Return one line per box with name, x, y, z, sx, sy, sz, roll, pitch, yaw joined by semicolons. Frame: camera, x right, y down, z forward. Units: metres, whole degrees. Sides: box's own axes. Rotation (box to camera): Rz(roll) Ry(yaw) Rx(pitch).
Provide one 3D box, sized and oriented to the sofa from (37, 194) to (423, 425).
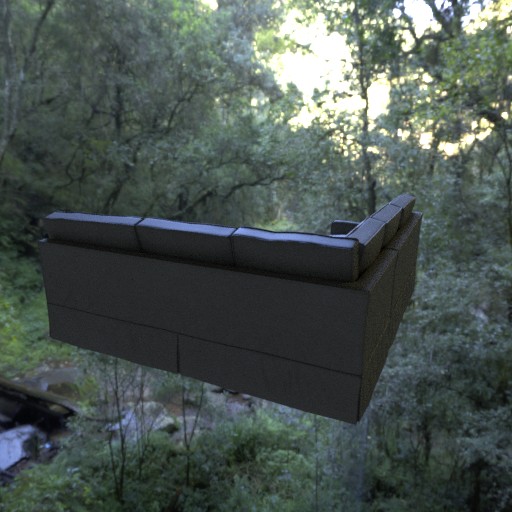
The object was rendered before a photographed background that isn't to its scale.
sofa;0.000;0.000;4.122;2.623;1.081;2.618;8;18;25
